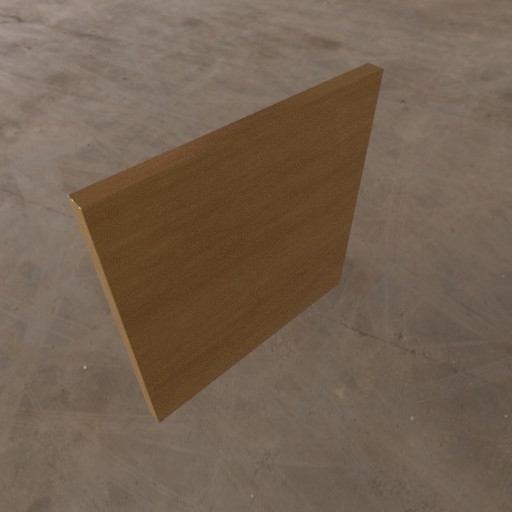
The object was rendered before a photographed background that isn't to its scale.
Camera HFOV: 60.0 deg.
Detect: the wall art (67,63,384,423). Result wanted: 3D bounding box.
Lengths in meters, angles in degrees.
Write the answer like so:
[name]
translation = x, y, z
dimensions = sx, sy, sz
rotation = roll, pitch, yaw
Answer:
[wall art]
translation = 0.000, 0.000, 0.452
dimensions = 0.302, 0.302, 0.019
rotation = -33, 54, -28
